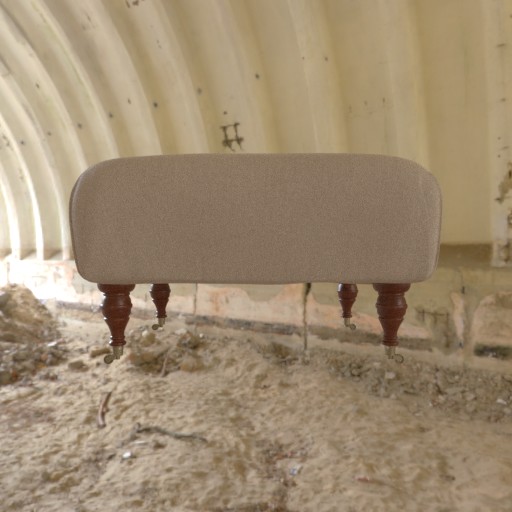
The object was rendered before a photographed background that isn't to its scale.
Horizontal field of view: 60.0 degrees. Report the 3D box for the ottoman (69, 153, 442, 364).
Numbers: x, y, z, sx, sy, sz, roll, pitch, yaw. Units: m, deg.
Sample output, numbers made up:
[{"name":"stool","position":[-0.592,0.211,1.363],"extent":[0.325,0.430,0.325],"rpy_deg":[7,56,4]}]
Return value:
[{"name":"ottoman","position":[0.000,0.000,1.129],"extent":[0.746,0.450,0.622],"rpy_deg":[0,0,0]}]
